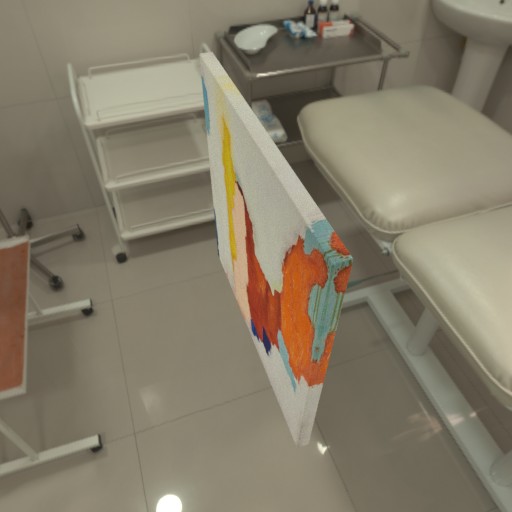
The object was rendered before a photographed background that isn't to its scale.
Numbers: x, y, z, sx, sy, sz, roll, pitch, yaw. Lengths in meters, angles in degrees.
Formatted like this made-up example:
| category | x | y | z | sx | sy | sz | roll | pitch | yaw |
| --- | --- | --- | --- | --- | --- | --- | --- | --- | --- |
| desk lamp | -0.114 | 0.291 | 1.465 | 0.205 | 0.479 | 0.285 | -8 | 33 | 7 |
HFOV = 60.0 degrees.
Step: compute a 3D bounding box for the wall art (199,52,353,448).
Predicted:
| category | x | y | z | sx | sy | sz | roll | pitch | yaw |
| --- | --- | --- | --- | --- | --- | --- | --- | --- | --- |
| wall art | 0.000 | 0.000 | 1.255 | 0.037 | 0.814 | 0.814 | -15 | 49 | -13 |
